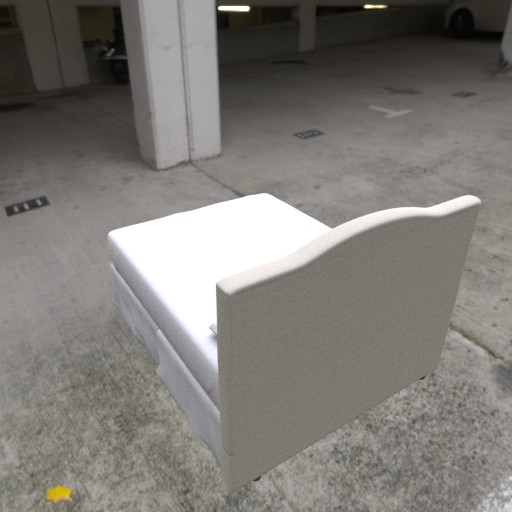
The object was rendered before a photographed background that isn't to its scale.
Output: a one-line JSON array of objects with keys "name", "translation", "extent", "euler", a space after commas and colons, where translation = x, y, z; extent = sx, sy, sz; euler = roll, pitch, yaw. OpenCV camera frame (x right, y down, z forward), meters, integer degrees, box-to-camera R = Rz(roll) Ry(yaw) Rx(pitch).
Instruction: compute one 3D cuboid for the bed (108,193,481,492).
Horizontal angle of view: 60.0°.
[{"name": "bed", "translation": [0.000, 0.000, 3.222], "extent": [1.741, 1.449, 2.196], "euler": [-18, 34, -28]}]
